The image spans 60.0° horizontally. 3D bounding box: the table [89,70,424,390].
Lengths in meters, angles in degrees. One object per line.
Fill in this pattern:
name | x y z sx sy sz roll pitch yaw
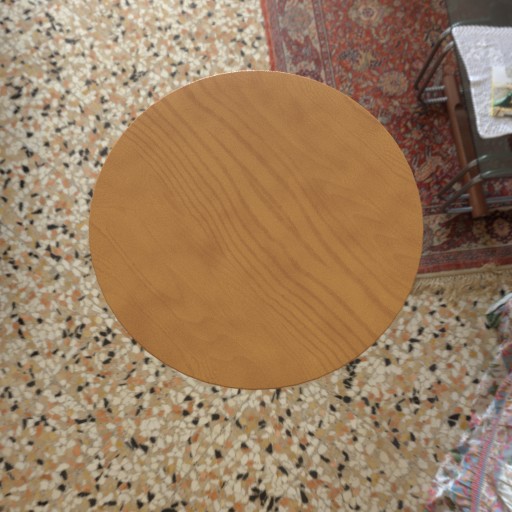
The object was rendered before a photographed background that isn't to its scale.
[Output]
table | 0.000 0.000 1.087 0.597 0.612 0.597 0 76 0
